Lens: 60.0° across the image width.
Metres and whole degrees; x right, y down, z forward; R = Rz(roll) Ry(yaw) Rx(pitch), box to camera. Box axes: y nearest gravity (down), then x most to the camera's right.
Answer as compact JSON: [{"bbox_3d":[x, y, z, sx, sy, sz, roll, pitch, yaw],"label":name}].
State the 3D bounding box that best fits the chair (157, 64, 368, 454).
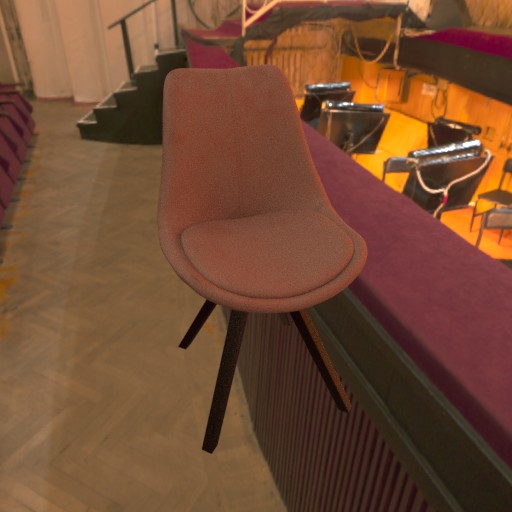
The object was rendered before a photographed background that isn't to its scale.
[{"bbox_3d":[0.000,0.000,1.169,0.483,0.865,0.547,-10,32,-16],"label":"chair"}]
